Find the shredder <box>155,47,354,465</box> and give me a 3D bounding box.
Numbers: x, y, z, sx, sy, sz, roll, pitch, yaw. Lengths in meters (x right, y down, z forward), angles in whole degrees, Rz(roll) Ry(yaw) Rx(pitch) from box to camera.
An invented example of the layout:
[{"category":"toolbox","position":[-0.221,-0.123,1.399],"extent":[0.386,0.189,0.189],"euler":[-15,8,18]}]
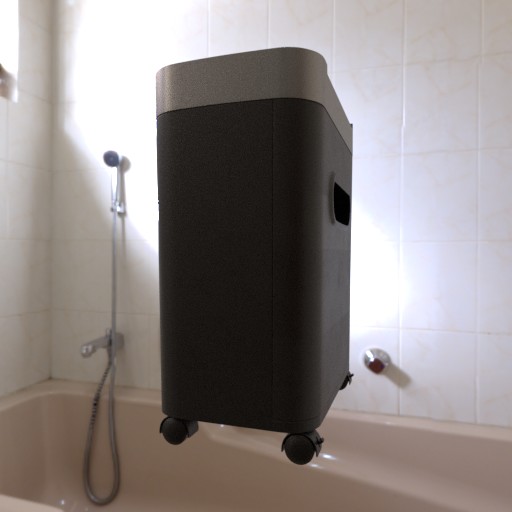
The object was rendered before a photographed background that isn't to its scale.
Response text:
[{"category":"shredder","position":[0.000,0.000,0.609],"extent":[0.237,0.419,0.311],"euler":[0,0,19]}]
